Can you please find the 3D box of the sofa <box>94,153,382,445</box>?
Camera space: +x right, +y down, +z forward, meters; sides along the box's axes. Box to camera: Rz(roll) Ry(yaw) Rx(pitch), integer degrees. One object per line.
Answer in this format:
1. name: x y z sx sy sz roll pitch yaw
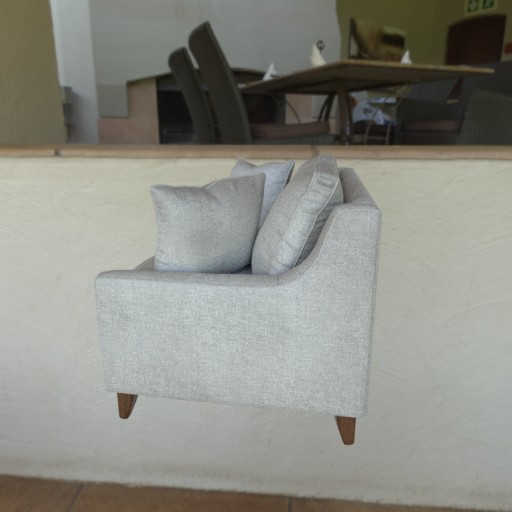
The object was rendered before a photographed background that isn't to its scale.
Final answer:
1. sofa: 0.000 0.000 2.010 0.915 0.863 1.422 2 16 9
